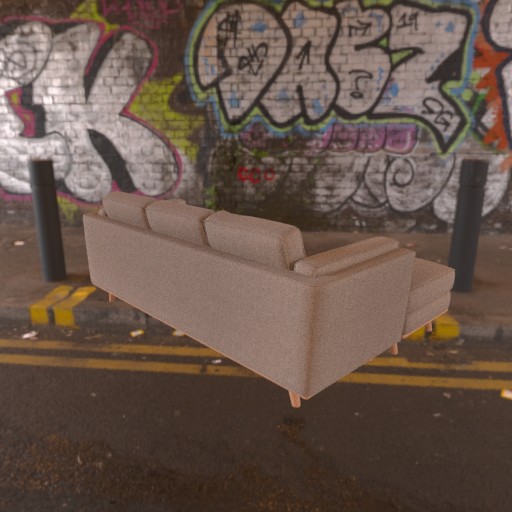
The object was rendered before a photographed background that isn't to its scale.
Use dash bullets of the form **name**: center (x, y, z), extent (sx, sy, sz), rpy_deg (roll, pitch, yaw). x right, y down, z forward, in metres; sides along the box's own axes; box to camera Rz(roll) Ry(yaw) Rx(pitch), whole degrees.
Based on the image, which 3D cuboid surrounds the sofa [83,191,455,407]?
- **sofa**: center (0.000, 0.000, 3.310), extent (1.604, 0.929, 2.411), rpy_deg (-15, 22, -42)
